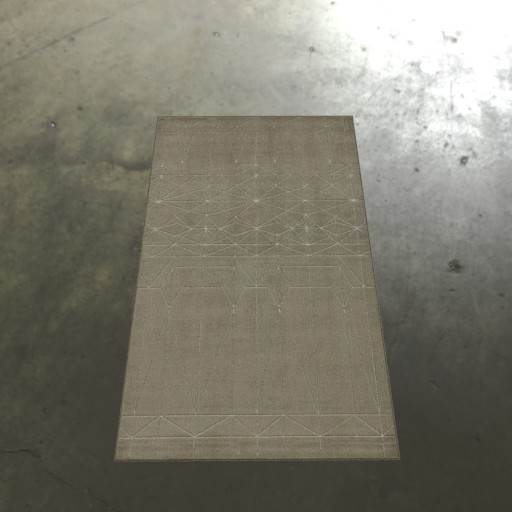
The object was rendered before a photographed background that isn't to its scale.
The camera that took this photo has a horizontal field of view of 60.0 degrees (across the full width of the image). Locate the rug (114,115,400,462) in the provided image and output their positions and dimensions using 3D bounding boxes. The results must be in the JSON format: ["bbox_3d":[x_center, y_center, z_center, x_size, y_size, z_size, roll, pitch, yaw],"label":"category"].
[{"bbox_3d":[0.000,0.000,2.905,1.524,0.012,2.438,0,63,0],"label":"rug"}]
